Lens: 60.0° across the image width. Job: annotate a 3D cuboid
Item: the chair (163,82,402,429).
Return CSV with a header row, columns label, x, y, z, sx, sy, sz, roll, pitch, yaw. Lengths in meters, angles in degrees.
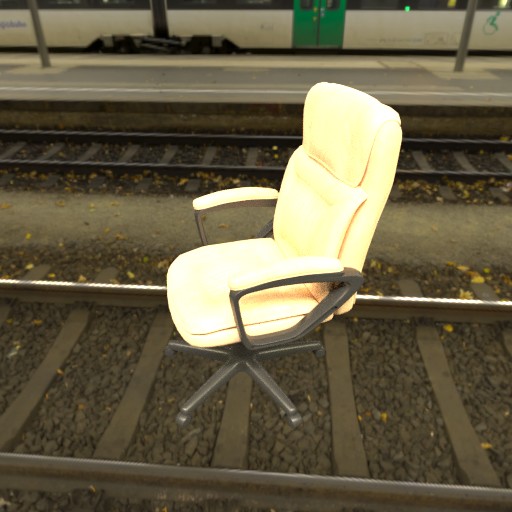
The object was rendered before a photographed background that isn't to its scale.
label,x,y,z,sx,sy,sz,roll,pitch,yaw
chair,0.000,0.000,1.580,0.724,1.105,0.667,-9,32,-14
